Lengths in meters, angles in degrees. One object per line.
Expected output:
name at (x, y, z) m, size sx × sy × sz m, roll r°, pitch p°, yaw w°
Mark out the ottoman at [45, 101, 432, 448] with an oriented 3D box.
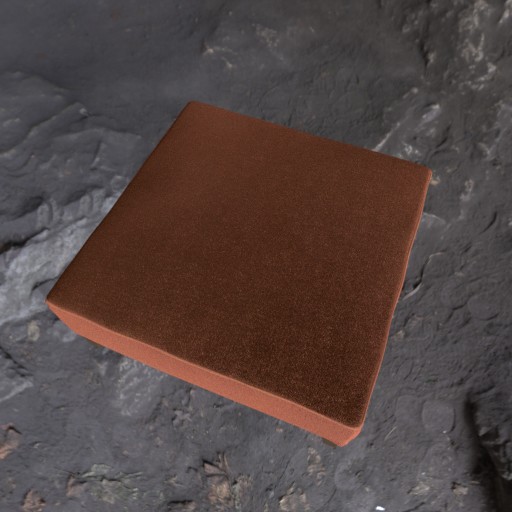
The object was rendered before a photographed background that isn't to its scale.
ottoman at (0.000, 0.000, 1.601) m, size 0.997 × 0.438 × 0.999 m, roll 19°, pitch 60°, yaw 11°
